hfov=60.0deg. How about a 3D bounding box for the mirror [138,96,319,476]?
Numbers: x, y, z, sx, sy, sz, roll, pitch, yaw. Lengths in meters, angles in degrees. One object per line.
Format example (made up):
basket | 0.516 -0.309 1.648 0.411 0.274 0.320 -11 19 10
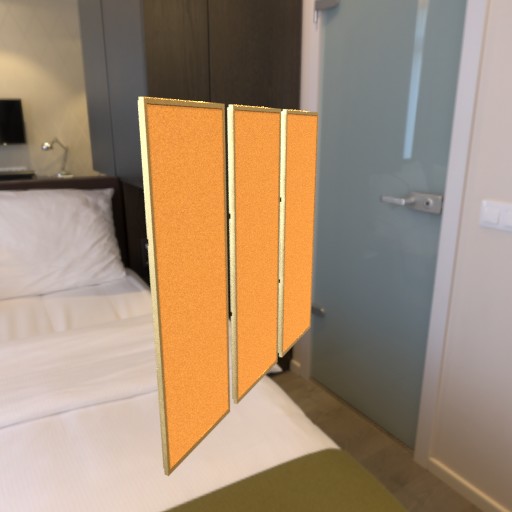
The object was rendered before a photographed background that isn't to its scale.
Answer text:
mirror | 0.000 0.000 1.454 0.023 0.926 1.011 8 18 27
